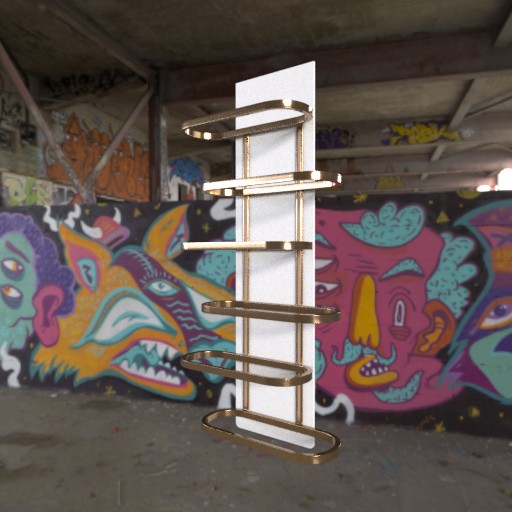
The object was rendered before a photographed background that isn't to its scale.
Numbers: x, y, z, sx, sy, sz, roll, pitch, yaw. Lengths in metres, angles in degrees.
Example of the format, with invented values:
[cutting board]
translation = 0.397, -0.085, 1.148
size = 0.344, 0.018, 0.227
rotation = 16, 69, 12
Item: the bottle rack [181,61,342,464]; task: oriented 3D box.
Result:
[bottle rack]
translation = 0.000, 0.000, 0.818
size = 0.332, 0.709, 0.118
rotation = 0, 1, 36
